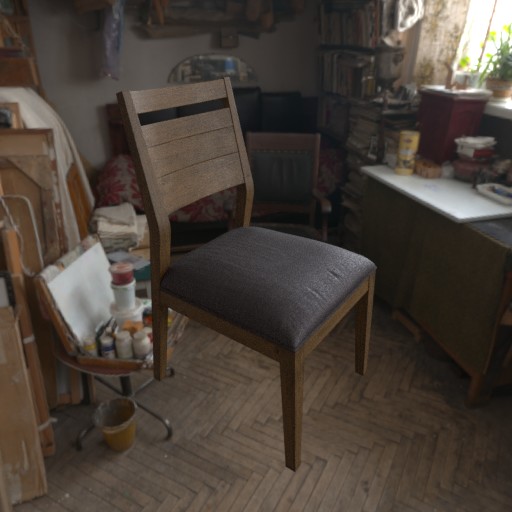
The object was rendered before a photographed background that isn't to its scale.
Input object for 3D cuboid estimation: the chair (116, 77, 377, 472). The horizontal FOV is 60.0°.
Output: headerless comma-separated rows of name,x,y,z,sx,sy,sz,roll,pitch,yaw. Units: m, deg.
chair,0.000,0.000,1.328,0.610,0.939,0.501,18,32,31
